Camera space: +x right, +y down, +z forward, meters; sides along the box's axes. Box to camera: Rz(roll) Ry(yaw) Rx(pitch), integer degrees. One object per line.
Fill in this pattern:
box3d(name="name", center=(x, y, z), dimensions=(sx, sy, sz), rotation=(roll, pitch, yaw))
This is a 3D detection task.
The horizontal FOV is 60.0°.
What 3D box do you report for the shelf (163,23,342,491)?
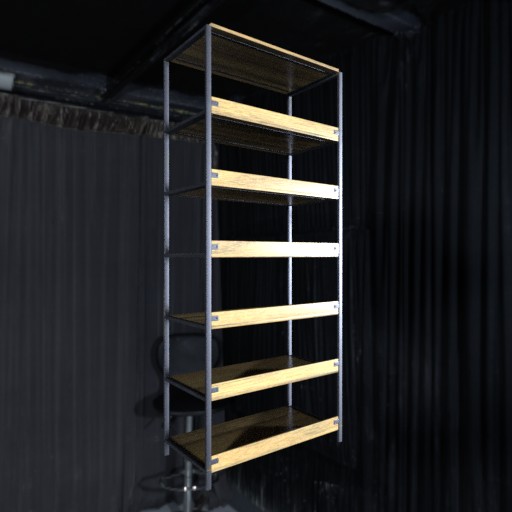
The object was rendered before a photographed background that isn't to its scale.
box3d(name="shelf", center=(0.000, 0.000, 2.325), dimensions=(0.847, 2.015, 0.431), rotation=(0, 0, -37))
